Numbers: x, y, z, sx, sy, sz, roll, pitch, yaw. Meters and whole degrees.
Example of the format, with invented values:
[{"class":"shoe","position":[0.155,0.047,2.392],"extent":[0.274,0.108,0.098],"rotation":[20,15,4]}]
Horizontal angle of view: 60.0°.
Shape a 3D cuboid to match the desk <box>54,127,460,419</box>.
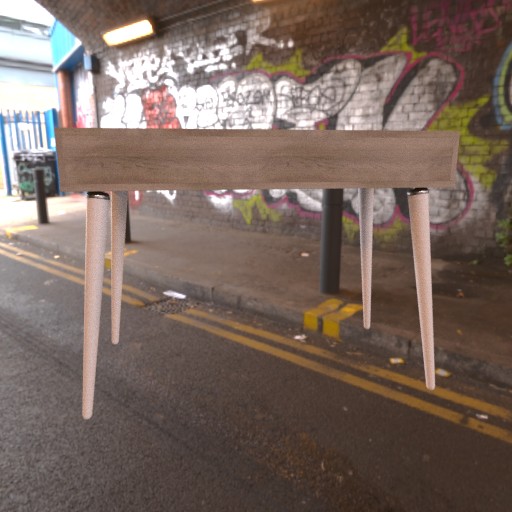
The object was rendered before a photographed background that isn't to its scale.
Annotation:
[{"class":"desk","position":[0.000,0.000,1.361],"extent":[0.979,0.723,0.491],"rotation":[-2,13,-9]}]
